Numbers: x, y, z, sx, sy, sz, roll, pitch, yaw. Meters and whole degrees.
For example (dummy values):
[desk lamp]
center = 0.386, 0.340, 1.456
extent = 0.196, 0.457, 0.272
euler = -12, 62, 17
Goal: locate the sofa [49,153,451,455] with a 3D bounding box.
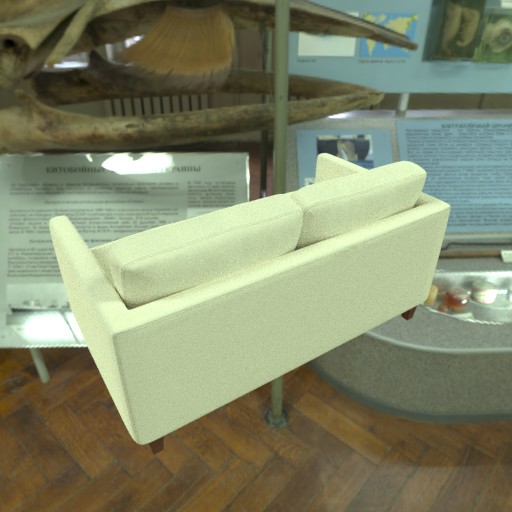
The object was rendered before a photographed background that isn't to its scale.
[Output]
[sofa]
center = 0.000, 0.000, 2.215
extent = 1.702, 0.888, 0.964
euler = -19, 37, -28
